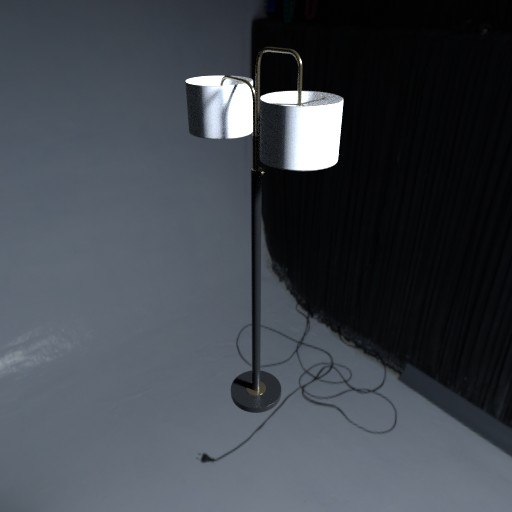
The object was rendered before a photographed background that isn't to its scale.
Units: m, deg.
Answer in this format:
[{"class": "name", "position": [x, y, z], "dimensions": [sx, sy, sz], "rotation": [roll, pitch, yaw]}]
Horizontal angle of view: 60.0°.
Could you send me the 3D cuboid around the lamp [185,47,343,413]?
[{"class": "lamp", "position": [0.000, 0.000, 1.845], "dimensions": [0.254, 1.587, 0.711], "rotation": [-21, 36, -32]}]
